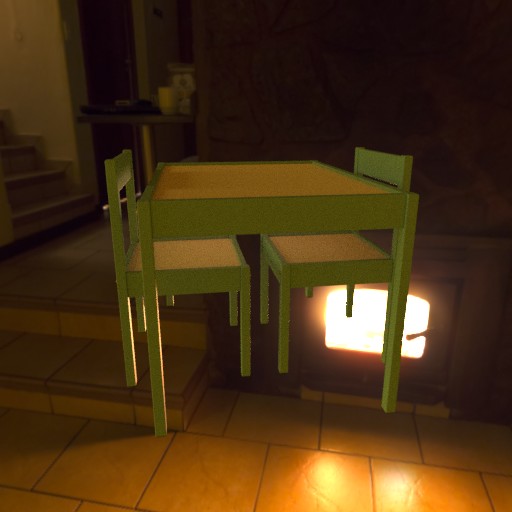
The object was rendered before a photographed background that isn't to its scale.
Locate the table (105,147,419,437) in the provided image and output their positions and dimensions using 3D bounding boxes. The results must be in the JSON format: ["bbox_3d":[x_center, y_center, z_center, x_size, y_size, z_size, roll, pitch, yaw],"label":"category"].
[{"bbox_3d":[0.000,0.000,1.103,0.633,0.503,0.639,-3,18,-8],"label":"table"}]
